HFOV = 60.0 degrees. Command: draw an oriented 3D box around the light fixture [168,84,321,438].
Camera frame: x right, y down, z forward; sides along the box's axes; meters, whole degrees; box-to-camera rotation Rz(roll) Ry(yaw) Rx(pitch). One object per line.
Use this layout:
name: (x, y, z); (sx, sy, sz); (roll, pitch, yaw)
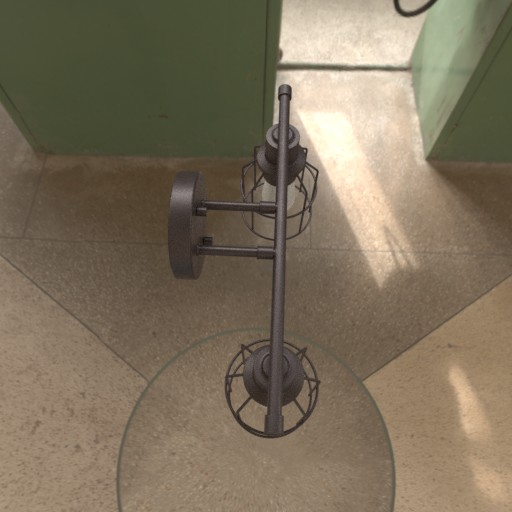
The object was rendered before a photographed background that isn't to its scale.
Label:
light fixture: (0.000, 0.000, 0.539); (0.165, 0.254, 0.406); (3, 65, 1)
